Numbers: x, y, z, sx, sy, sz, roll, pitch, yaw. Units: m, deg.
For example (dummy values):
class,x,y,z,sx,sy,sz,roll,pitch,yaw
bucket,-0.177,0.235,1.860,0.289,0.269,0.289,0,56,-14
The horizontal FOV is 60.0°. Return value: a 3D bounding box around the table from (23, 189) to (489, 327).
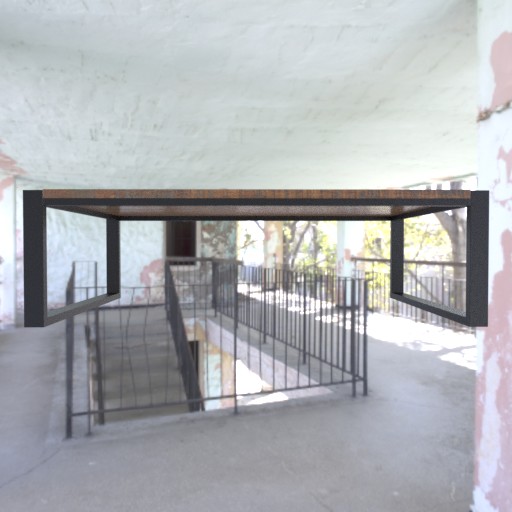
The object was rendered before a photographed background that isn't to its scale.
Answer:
class,x,y,z,sx,sy,sz,roll,pitch,yaw
table,0.000,0.000,1.661,1.350,0.400,0.750,0,1,0
